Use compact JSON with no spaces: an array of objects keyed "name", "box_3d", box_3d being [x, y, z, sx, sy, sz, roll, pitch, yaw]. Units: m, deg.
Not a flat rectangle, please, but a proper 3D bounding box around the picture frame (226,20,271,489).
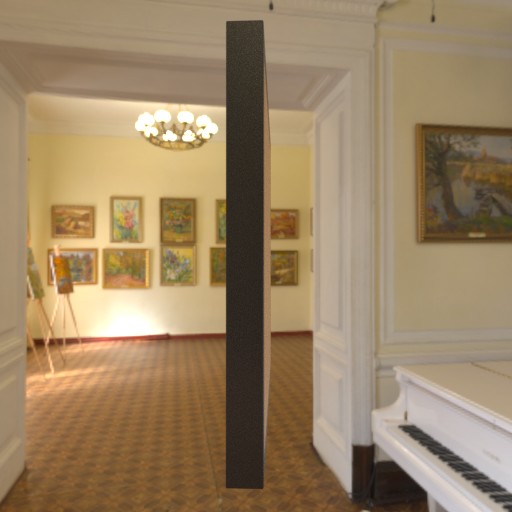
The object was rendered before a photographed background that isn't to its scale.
[{"name":"picture frame","box_3d":[0.000,0.000,0.511,0.029,0.353,0.355,0,-1,3]}]
